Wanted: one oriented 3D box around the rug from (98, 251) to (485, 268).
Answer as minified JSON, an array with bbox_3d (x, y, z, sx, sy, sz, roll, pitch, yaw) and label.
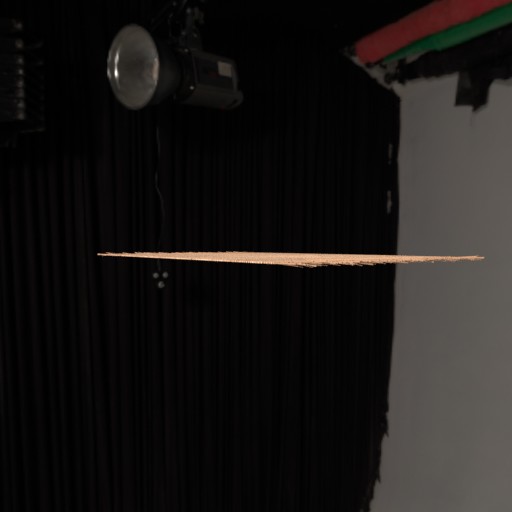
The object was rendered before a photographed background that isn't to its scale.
[{"bbox_3d":[0.000,0.000,2.606,1.224,0.027,2.085,-1,2,-37],"label":"rug"}]
